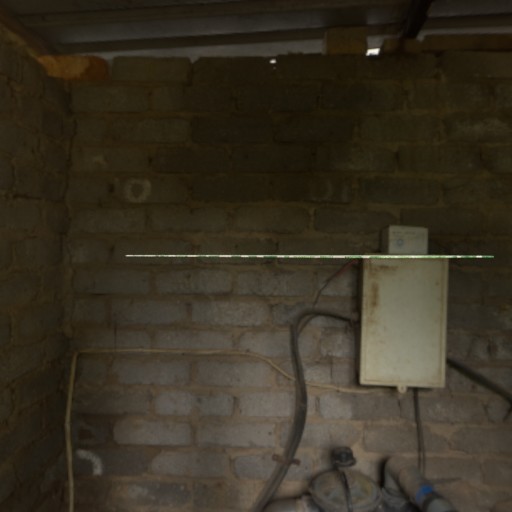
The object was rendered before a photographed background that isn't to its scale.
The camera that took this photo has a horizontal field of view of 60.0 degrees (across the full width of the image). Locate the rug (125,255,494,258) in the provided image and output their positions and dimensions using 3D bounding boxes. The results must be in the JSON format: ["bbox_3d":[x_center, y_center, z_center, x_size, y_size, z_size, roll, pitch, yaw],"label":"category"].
[{"bbox_3d":[0.000,0.000,2.665,0.761,0.006,2.438,0,0,-35],"label":"rug"}]
